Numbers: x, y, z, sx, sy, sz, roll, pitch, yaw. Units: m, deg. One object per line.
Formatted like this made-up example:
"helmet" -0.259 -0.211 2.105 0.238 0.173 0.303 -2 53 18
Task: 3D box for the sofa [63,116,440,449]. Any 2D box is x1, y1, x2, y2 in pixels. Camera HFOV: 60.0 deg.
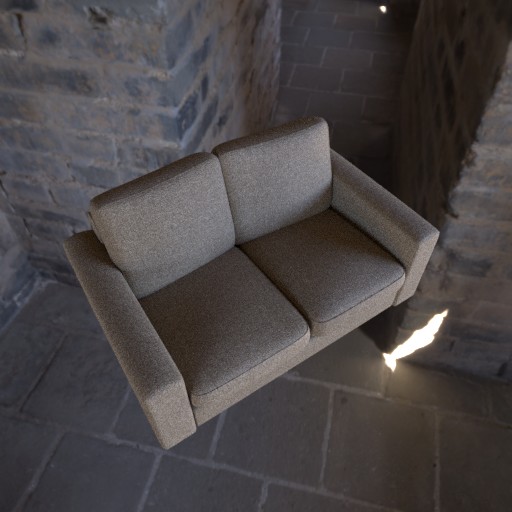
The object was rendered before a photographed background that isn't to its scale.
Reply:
"sofa" 0.000 0.000 2.268 1.616 0.873 1.016 -26 53 -22
